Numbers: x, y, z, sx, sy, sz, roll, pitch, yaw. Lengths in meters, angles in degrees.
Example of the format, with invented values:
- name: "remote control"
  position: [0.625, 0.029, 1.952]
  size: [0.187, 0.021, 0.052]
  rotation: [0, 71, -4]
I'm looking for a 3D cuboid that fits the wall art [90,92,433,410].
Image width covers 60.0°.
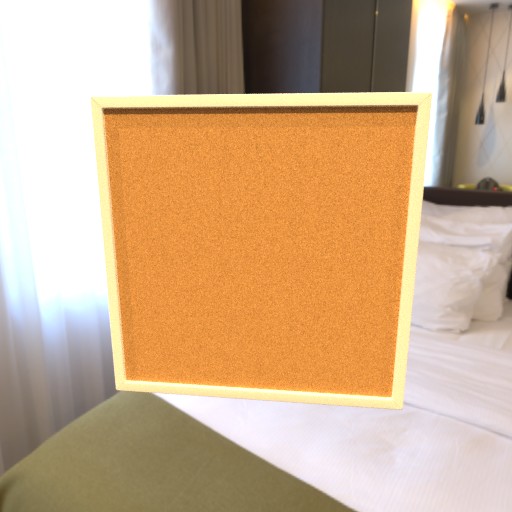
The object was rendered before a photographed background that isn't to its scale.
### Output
- name: "wall art"
  position: [0.000, 0.000, 0.447]
  size: [0.305, 0.305, 0.038]
  rotation: [2, 15, 7]
